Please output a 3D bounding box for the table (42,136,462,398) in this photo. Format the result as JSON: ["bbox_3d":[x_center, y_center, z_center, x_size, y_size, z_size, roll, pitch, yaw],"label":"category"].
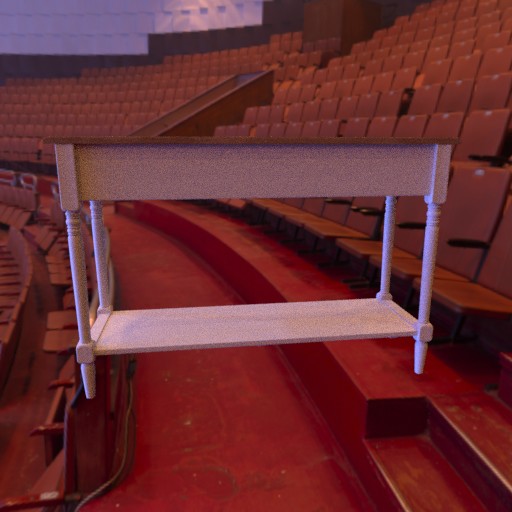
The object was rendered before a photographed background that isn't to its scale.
[{"bbox_3d":[0.000,0.000,1.560,1.219,0.800,0.399,-2,14,-8],"label":"table"}]
